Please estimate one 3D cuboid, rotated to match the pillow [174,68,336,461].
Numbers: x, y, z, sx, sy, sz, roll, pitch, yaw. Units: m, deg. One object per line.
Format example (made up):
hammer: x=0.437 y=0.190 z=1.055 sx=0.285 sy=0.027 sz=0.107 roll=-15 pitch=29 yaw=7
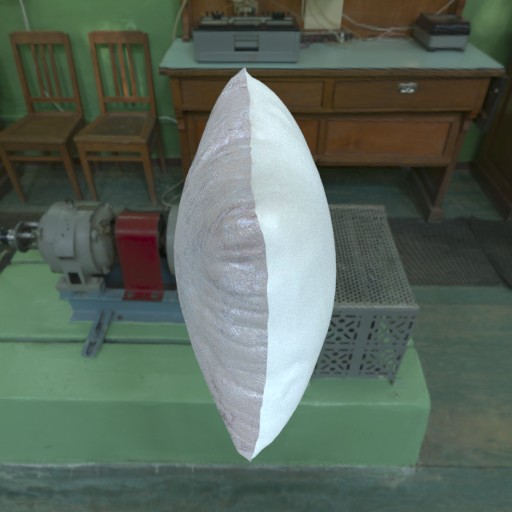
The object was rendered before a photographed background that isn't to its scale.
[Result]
pillow: x=0.000 y=0.000 z=0.704 sx=0.245 sy=0.448 sz=0.450 roll=0 pitch=40 yaw=0
